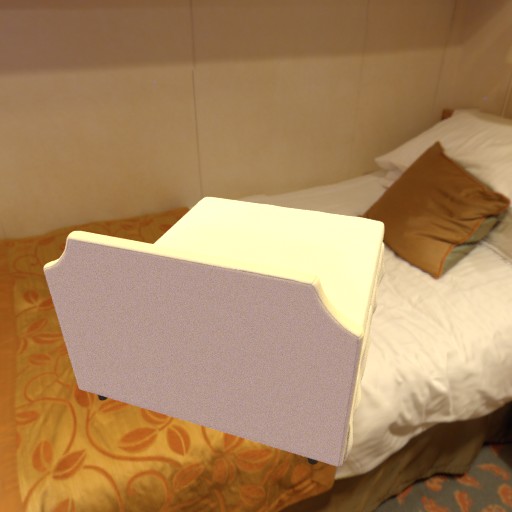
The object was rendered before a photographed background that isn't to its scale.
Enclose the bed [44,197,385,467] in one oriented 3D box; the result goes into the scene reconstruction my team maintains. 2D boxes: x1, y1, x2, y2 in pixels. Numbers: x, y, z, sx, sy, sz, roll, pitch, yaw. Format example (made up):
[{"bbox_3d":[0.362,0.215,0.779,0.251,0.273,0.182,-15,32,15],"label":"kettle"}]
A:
[{"bbox_3d":[0.000,0.000,4.137,2.350,1.590,2.773,10,33,16],"label":"bed"}]
